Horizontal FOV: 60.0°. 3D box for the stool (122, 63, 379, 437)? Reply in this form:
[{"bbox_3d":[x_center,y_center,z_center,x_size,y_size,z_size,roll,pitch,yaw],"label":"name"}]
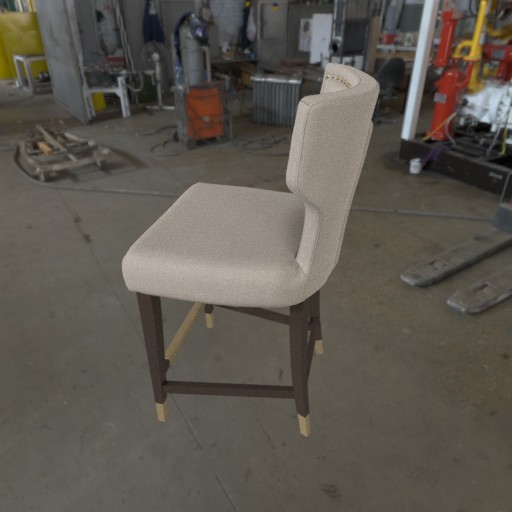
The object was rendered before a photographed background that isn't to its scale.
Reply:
[{"bbox_3d":[0.000,0.000,1.278,0.563,0.982,0.527,7,31,12],"label":"stool"}]
